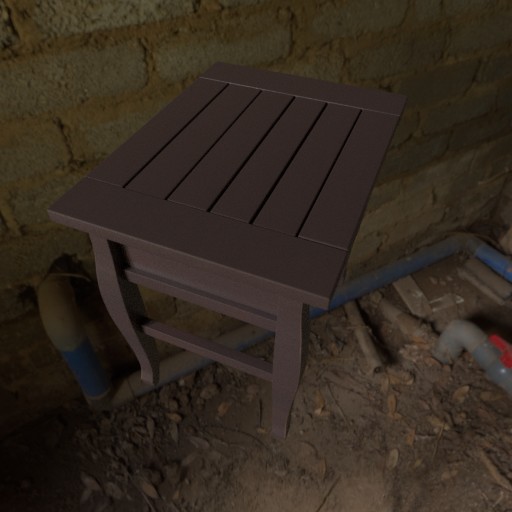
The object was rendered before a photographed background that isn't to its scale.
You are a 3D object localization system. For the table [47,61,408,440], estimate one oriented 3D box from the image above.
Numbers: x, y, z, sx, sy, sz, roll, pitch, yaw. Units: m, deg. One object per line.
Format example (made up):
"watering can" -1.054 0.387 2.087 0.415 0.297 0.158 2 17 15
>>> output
"table" 0.000 0.000 1.040 0.460 0.605 0.602 17 49 16
